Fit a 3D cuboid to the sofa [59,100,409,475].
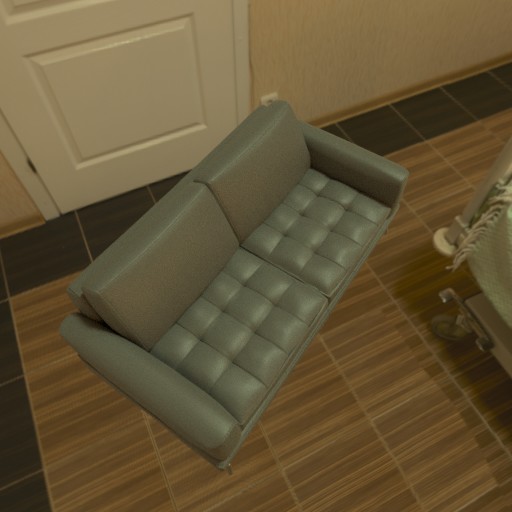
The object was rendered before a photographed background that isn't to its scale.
[{"bbox_3d":[0.000,0.000,2.753,1.121,0.930,2.177,30,62,18],"label":"sofa"}]
